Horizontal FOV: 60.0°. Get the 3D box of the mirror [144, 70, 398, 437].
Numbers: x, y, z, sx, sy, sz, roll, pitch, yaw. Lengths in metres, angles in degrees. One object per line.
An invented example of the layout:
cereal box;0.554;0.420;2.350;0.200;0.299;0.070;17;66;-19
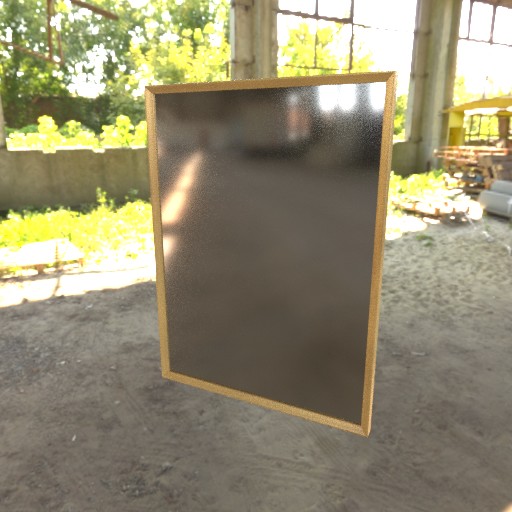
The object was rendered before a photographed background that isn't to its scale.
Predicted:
mirror;0.000;0.000;1.366;0.762;1.016;0.041;8;17;26
